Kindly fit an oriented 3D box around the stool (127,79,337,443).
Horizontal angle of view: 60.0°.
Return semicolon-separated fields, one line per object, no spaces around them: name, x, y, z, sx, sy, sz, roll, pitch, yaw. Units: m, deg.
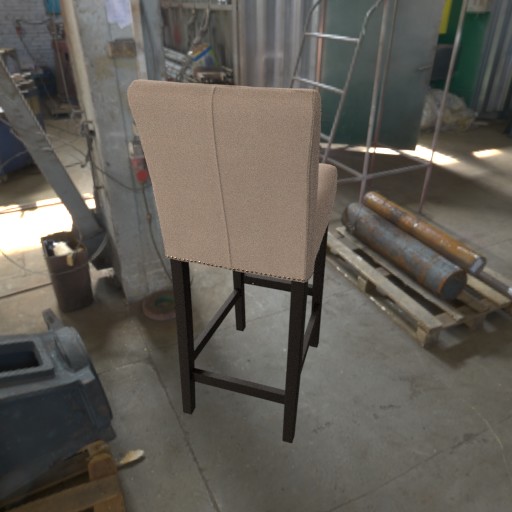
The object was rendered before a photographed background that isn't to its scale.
stool;0.000;0.000;1.331;0.411;1.047;0.548;9;32;16
